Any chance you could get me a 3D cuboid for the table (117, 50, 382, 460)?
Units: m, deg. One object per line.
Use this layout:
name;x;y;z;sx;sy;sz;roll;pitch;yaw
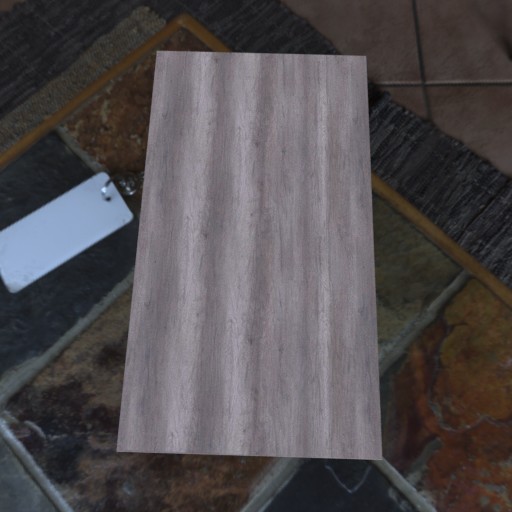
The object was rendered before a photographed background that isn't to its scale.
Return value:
table;0.000;0.000;2.077;0.900;0.775;1.600;2;75;0
